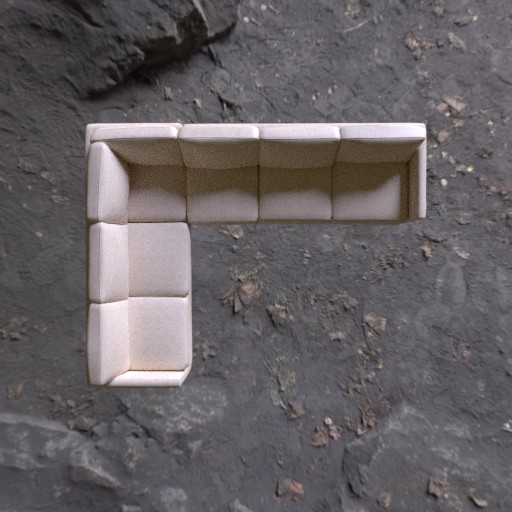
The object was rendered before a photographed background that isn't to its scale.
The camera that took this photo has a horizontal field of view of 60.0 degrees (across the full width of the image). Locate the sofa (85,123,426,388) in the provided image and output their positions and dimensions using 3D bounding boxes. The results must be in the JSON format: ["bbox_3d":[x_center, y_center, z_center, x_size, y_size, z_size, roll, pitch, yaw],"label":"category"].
[{"bbox_3d":[0.000,0.000,4.492,3.302,0.947,2.593,0,91,1],"label":"sofa"}]
